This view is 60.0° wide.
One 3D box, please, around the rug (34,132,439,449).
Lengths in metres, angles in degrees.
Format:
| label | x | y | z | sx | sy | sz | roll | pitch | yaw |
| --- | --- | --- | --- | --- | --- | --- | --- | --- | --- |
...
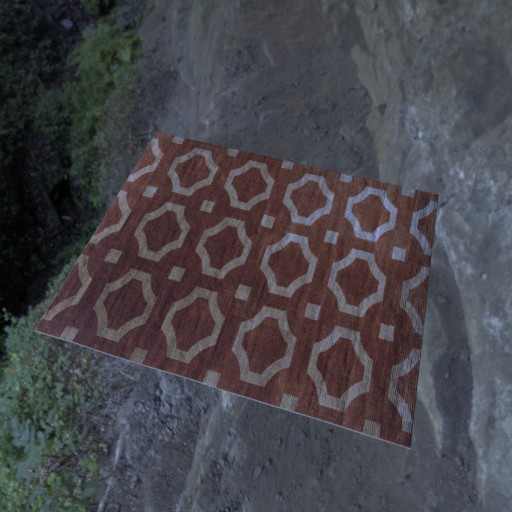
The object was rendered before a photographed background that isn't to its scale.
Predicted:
| label | x | y | z | sx | sy | sz | roll | pitch | yaw |
| --- | --- | --- | --- | --- | --- | --- | --- | --- | --- |
| rug | 0.000 | 0.000 | 4.017 | 3.049 | 0.021 | 2.466 | 15 | 59 | 9 |
